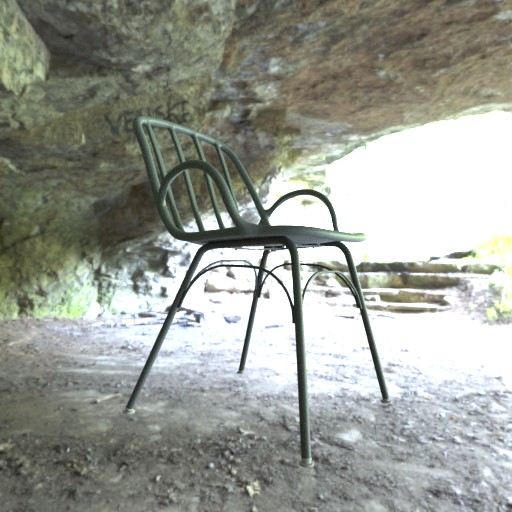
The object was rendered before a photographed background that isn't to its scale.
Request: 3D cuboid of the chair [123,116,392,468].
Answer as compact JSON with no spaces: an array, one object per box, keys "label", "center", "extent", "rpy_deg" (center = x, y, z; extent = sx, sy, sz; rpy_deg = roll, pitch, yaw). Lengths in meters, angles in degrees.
[{"label":"chair","center":[0.000,0.000,1.218],"extent":[0.597,0.816,0.549],"rpy_deg":[0,0,35]}]
